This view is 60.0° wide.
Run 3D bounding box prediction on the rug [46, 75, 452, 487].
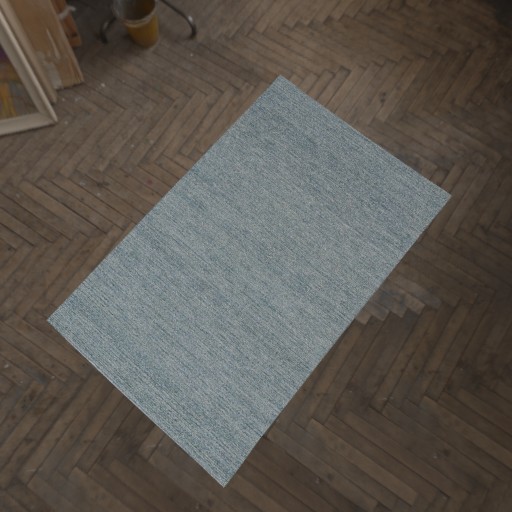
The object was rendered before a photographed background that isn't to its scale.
[{"bbox_3d":[0.000,0.000,2.277,1.174,0.022,1.853,39,79,9],"label":"rug"}]
